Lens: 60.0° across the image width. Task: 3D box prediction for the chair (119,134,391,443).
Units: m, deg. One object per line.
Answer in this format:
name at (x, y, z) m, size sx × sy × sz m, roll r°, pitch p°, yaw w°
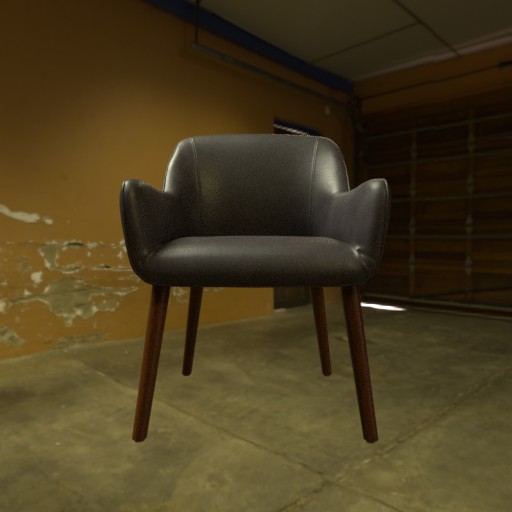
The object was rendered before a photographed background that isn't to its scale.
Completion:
chair at (0.000, 0.000, 1.269) m, size 0.610 × 0.828 × 0.610 m, roll 0°, pitch 1°, yaw 1°
